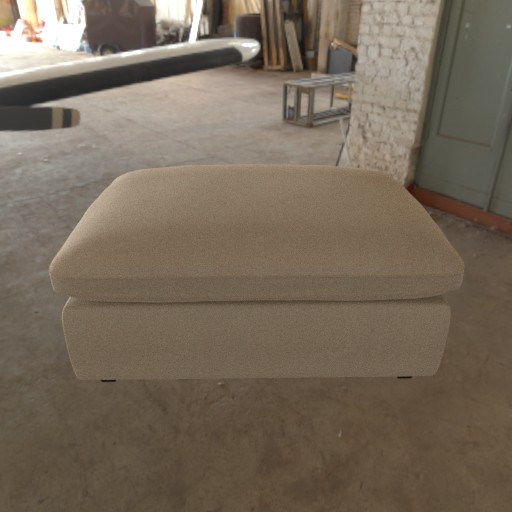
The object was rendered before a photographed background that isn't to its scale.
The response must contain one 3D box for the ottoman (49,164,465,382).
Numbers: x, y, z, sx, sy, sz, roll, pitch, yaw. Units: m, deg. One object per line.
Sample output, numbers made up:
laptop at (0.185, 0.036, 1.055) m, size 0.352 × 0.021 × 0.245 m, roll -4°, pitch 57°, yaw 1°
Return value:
ottoman at (0.000, 0.000, 1.354) m, size 0.984 × 0.453 × 0.686 m, roll 0°, pitch 29°, yaw -1°
